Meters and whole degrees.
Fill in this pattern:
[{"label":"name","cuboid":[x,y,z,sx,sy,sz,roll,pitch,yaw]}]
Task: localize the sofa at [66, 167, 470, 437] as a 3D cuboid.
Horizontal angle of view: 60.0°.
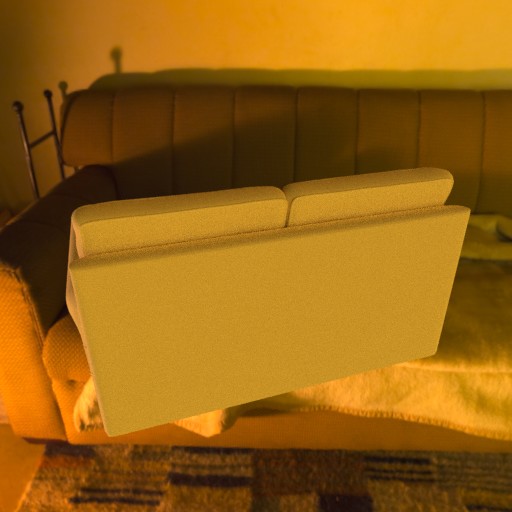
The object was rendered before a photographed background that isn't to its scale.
[{"label":"sofa","cuboid":[0.000,0.000,2.236,1.727,0.940,0.991,-9,29,-17]}]
